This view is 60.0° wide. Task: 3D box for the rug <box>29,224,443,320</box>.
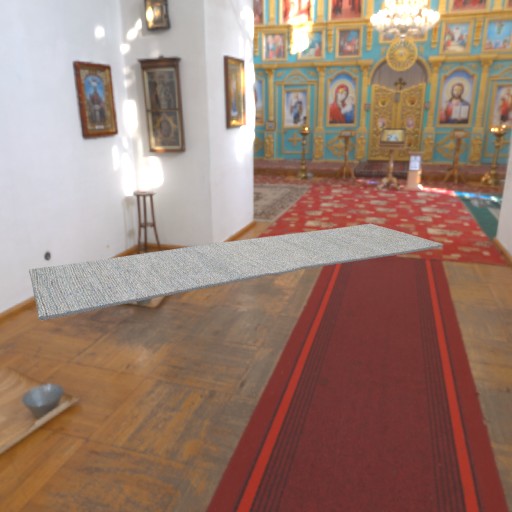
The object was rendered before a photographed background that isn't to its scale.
[{"bbox_3d":[0.000,0.000,2.566,2.341,0.037,0.675,-9,19,-27],"label":"rug"}]
